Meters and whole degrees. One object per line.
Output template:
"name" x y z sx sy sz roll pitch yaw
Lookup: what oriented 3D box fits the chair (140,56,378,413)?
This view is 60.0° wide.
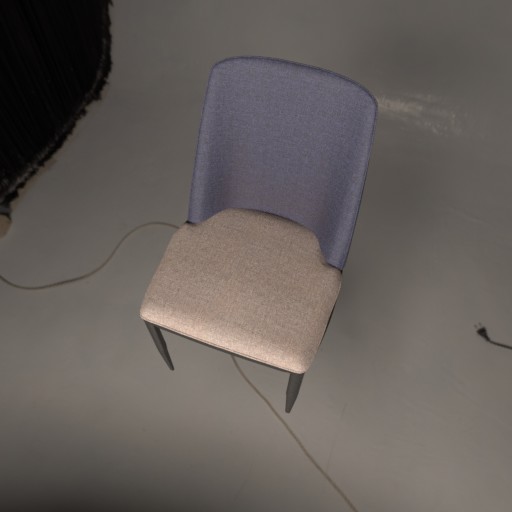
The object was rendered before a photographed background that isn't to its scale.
"chair" 0.000 0.000 1.207 0.480 0.839 0.551 17 60 10
